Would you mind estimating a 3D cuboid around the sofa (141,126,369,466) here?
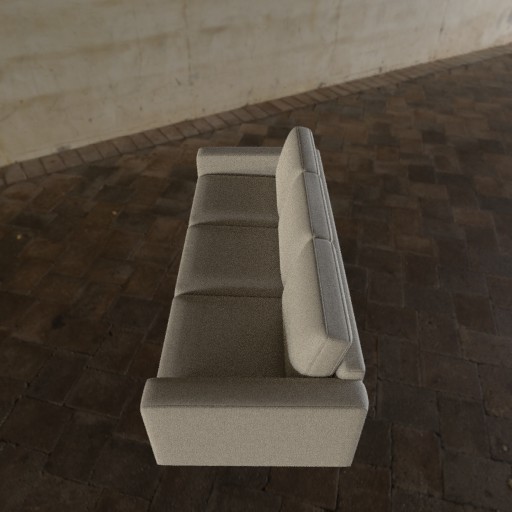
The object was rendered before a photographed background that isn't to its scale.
[{"bbox_3d":[0.000,0.000,2.605,0.900,0.800,2.160,0,41,0],"label":"sofa"}]
